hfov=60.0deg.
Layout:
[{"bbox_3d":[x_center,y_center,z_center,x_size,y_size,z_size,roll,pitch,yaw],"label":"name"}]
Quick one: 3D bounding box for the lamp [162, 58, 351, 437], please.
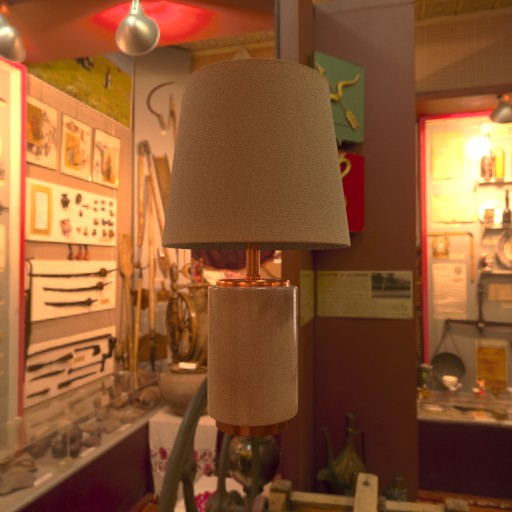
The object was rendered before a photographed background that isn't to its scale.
[{"bbox_3d":[0.000,0.000,0.454,0.189,0.340,0.189,0,-1,0],"label":"lamp"}]
